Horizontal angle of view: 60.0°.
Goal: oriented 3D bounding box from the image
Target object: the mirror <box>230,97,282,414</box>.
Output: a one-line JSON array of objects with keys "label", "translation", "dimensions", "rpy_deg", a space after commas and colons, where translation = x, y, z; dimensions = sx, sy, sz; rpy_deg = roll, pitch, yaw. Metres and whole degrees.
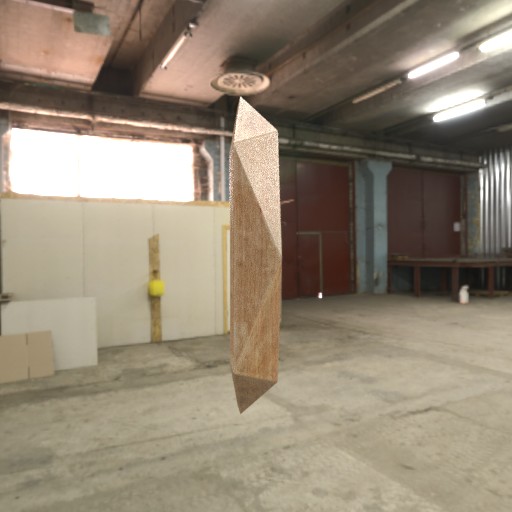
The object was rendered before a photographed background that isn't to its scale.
[{"label": "mirror", "translation": [0.000, 0.000, 1.086], "dimensions": [0.091, 0.779, 0.675], "rpy_deg": [0, 1, 0]}]
